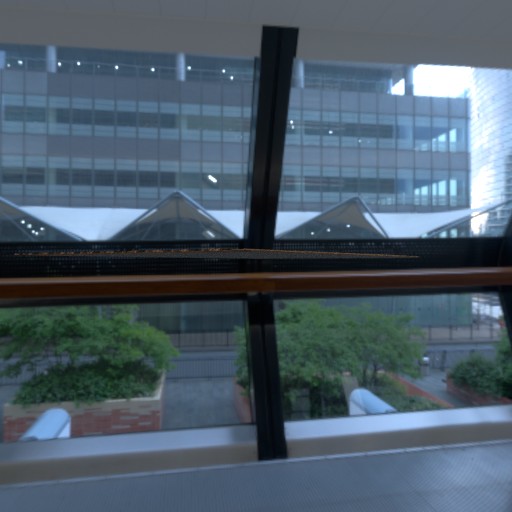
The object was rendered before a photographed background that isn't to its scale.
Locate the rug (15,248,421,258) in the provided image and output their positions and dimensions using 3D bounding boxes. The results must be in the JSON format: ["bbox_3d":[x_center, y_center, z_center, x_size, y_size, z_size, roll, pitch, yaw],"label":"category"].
[{"bbox_3d":[0.000,0.000,2.979,1.516,0.010,2.434,-1,-1,35],"label":"rug"}]
